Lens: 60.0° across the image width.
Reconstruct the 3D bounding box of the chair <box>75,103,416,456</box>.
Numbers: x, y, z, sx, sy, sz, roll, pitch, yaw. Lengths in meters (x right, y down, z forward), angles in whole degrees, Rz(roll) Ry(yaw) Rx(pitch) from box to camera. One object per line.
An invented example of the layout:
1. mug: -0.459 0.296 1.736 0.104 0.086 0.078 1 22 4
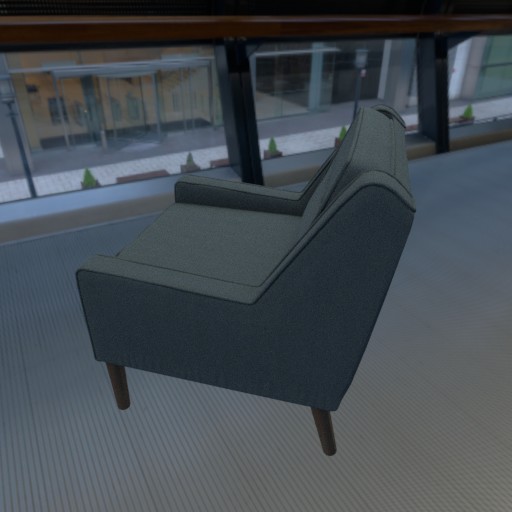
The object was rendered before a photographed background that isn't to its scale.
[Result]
1. chair: 0.000 0.000 1.268 0.733 0.780 0.663 8 31 13
